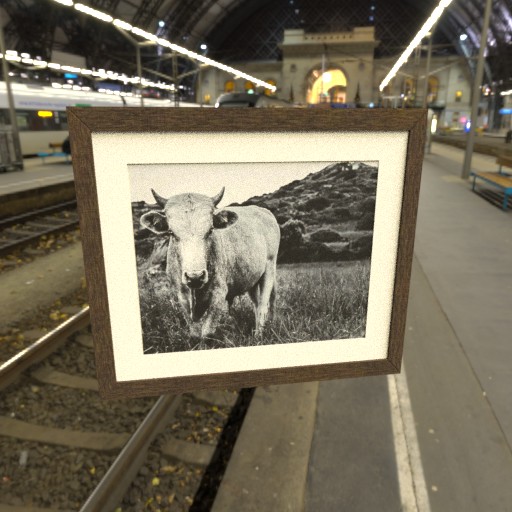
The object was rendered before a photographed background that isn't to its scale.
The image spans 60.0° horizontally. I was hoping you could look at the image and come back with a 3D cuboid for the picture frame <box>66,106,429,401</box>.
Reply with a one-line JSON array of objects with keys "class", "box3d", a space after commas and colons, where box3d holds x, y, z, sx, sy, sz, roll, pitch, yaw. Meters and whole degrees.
[{"class": "picture frame", "box3d": [0.000, 0.000, 0.521, 0.378, 0.330, 0.033, -3, 17, -9]}]
